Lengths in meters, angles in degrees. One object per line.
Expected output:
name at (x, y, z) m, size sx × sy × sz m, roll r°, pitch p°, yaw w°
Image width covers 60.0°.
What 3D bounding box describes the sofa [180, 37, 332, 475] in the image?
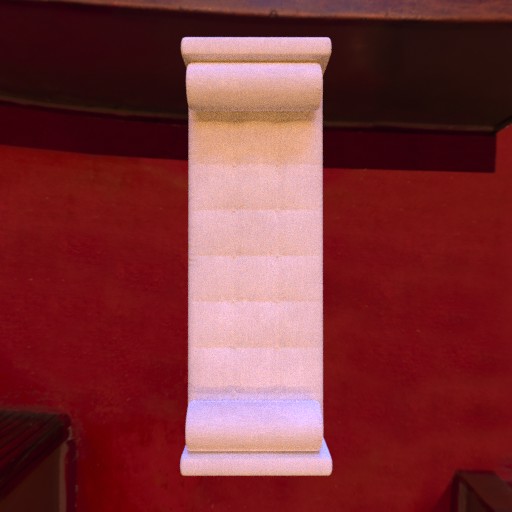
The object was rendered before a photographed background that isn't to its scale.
sofa at (0.000, 0.000, 2.293) m, size 0.686 × 0.635 × 1.981 m, roll 0°, pitch 89°, yaw 0°
